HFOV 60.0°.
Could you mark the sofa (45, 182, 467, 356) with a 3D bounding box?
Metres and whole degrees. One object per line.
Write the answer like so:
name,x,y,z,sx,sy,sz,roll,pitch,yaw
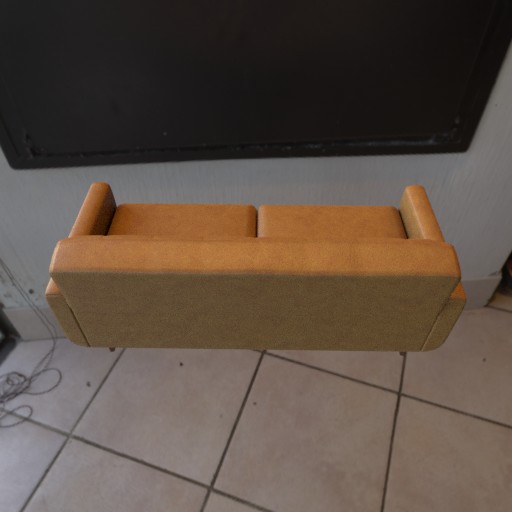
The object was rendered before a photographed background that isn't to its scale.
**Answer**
sofa,0.000,0.000,2.627,2.137,0.892,0.980,1,47,1
